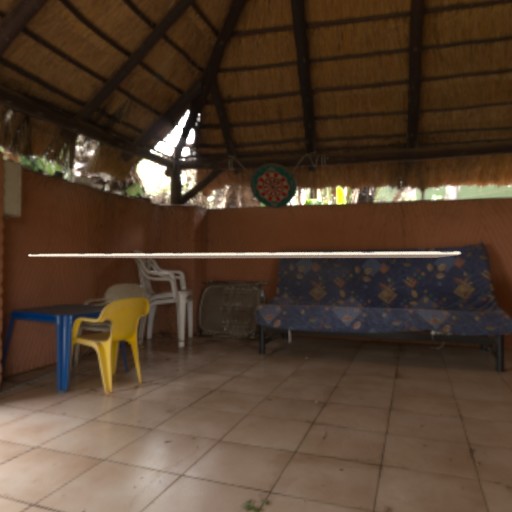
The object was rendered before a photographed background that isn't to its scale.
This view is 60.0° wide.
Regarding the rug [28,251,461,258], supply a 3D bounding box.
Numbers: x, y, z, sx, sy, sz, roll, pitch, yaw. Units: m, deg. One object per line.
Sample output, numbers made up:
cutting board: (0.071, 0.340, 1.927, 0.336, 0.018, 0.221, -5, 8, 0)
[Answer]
rug: (0.000, 0.000, 2.987, 2.365, 0.017, 1.521, 0, -1, 19)
